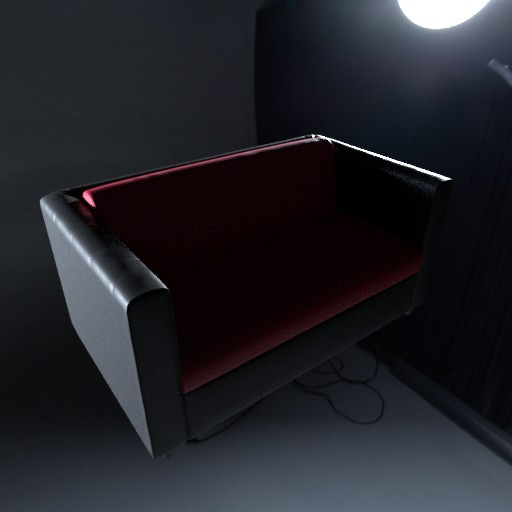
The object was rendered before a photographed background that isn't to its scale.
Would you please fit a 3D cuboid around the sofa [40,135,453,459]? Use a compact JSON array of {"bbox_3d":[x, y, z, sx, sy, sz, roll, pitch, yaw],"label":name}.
[{"bbox_3d":[0.000,0.000,1.878,1.410,0.735,0.845,-21,36,-31],"label":"sofa"}]
